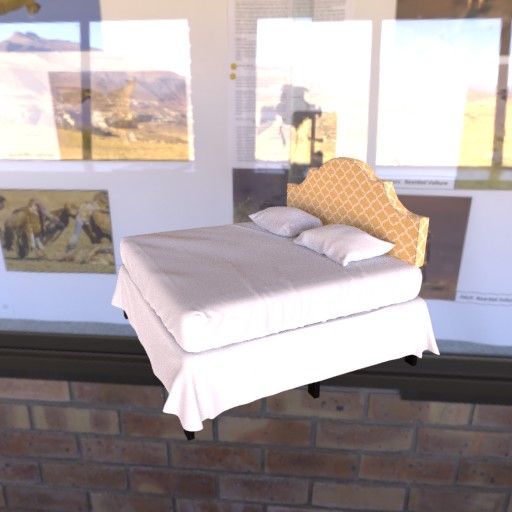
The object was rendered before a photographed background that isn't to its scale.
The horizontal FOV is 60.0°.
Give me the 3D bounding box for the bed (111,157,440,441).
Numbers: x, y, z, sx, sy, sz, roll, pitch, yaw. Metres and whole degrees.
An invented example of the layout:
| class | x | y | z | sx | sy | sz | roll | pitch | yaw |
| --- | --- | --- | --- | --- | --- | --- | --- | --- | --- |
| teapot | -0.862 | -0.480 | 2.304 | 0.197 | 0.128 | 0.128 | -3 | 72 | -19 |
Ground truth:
| class | x | y | z | sx | sy | sz | roll | pitch | yaw |
| --- | --- | --- | --- | --- | --- | --- | --- | --- | --- |
| bed | 0.000 | 0.000 | 3.855 | 2.222 | 1.601 | 2.314 | -9 | 20 | -26 |
